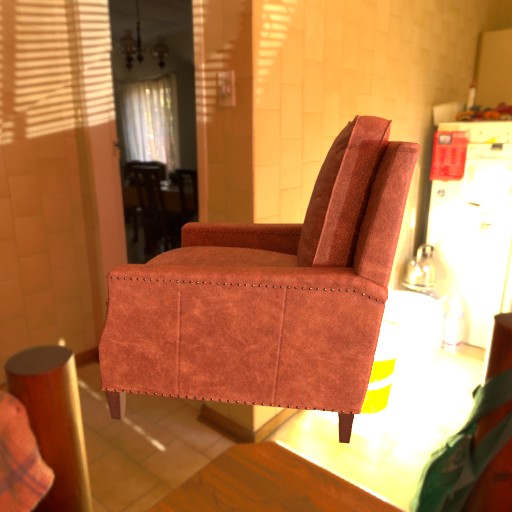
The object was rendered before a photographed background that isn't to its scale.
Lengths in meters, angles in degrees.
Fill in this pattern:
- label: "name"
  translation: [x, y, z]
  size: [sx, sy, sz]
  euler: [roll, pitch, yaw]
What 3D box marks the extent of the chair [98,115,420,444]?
- label: "chair"
  translation: [0.000, 0.000, 1.780]
  size: [1.035, 1.054, 0.854]
  euler: [2, 15, 9]
